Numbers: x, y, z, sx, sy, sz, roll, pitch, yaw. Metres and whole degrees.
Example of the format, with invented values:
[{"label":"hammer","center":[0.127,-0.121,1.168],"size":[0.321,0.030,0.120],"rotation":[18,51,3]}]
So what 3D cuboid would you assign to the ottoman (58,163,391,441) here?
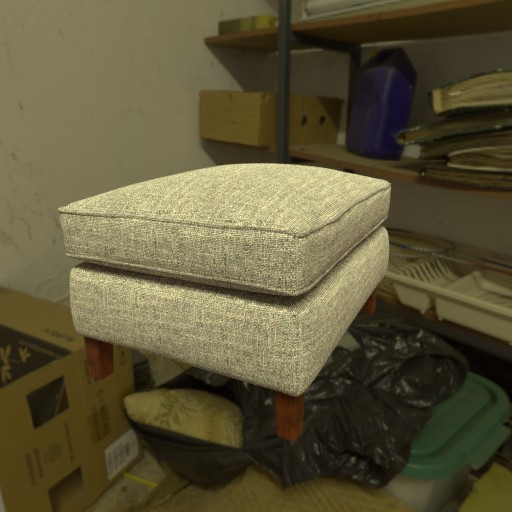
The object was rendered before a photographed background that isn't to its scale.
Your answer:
[{"label":"ottoman","center":[0.000,0.000,1.009],"size":[0.508,0.406,0.686],"rotation":[8,18,25]}]
